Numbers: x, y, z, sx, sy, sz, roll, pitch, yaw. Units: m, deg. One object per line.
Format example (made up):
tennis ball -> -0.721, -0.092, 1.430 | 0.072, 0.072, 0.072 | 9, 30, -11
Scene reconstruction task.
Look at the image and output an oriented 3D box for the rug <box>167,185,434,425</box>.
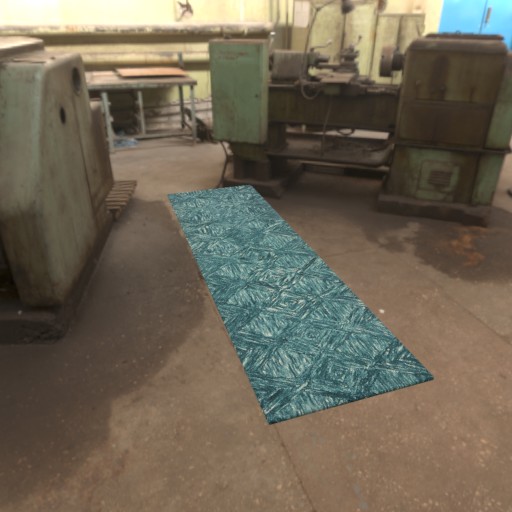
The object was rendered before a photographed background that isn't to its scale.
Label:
rug -> 0.000, 0.000, 2.548 | 0.676, 0.016, 2.286 | -9, 30, -16
